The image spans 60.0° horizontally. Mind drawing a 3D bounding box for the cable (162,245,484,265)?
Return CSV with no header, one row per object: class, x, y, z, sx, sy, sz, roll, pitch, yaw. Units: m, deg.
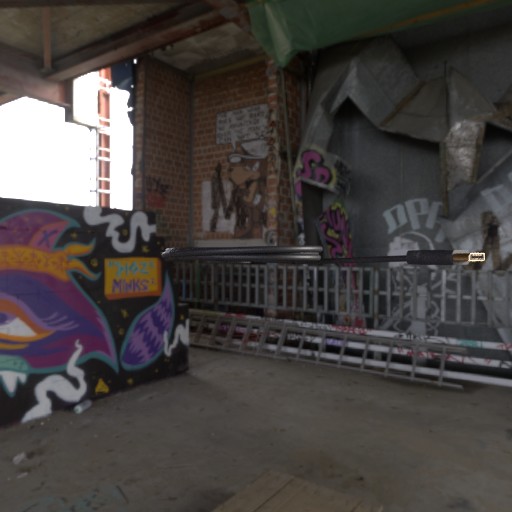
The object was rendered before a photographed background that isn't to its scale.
cable,0.000,0.000,0.339,0.136,0.015,0.281,0,0,-35
